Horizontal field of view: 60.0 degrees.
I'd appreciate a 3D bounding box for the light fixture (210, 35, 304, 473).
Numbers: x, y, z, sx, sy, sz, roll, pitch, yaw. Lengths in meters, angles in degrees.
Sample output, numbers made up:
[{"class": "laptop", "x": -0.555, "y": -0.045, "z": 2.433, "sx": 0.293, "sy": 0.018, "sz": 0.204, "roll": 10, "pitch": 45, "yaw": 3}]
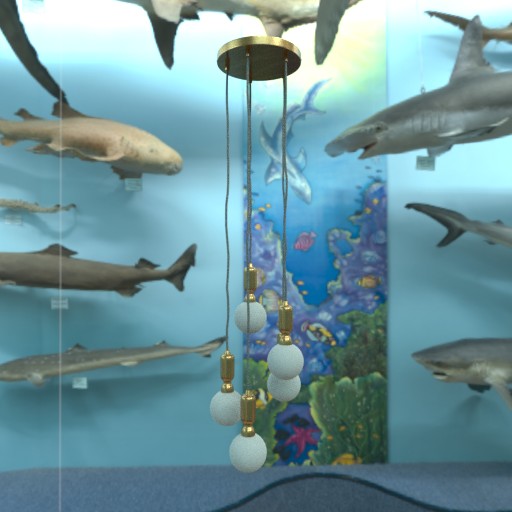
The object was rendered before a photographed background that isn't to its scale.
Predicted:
[{"class": "light fixture", "x": 0.000, "y": 0.000, "z": 0.506, "sx": 0.105, "sy": 0.457, "sz": 0.108, "roll": 0, "pitch": 0, "yaw": 1}]
